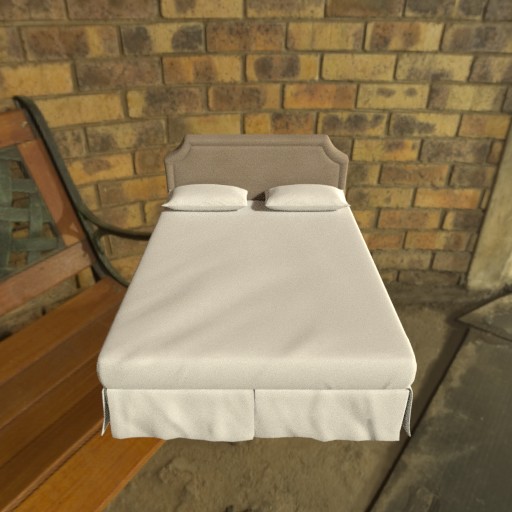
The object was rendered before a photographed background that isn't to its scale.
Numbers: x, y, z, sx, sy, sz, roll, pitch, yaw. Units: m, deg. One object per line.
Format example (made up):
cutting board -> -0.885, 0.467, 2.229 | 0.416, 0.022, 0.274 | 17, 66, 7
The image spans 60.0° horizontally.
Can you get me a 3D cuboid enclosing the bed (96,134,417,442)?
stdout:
bed -> 0.000, 0.000, 3.544 | 1.977, 1.293, 2.498 | 0, 30, 0
